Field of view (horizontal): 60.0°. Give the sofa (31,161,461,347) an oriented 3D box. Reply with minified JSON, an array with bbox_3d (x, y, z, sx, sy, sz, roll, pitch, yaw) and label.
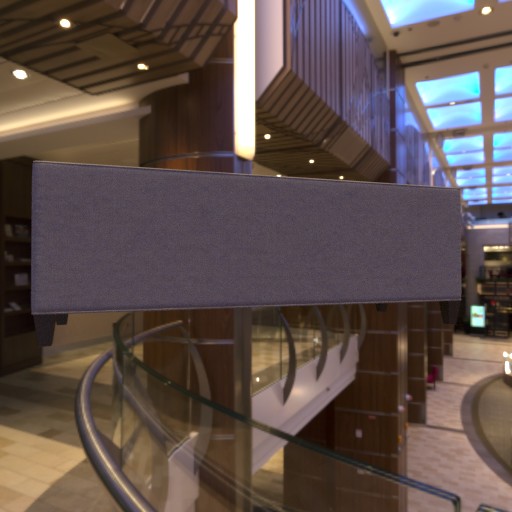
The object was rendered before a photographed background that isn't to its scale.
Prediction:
[{"bbox_3d":[0.000,0.000,2.485,2.159,0.762,0.775,0,-1,-18],"label":"sofa"}]
